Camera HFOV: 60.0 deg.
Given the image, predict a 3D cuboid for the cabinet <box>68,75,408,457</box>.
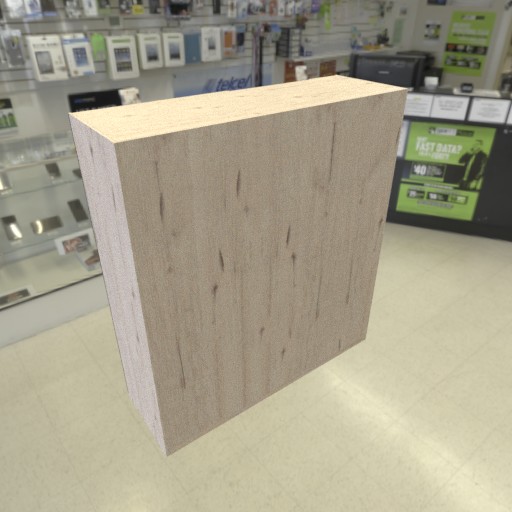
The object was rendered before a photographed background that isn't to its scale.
[{"bbox_3d":[0.000,0.000,3.203,2.000,2.180,0.660,-21,37,-30],"label":"cabinet"}]
